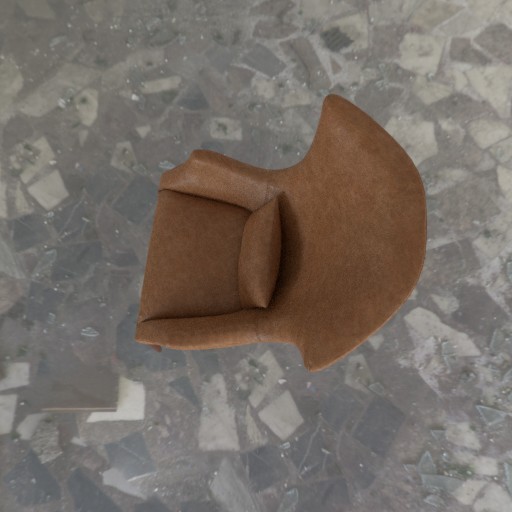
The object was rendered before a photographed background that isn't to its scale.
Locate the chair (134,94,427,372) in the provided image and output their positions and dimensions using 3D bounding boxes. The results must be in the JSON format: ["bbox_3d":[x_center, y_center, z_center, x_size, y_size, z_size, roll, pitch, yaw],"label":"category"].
[{"bbox_3d":[0.000,0.000,1.750,0.955,1.067,0.846,6,76,1],"label":"chair"}]
